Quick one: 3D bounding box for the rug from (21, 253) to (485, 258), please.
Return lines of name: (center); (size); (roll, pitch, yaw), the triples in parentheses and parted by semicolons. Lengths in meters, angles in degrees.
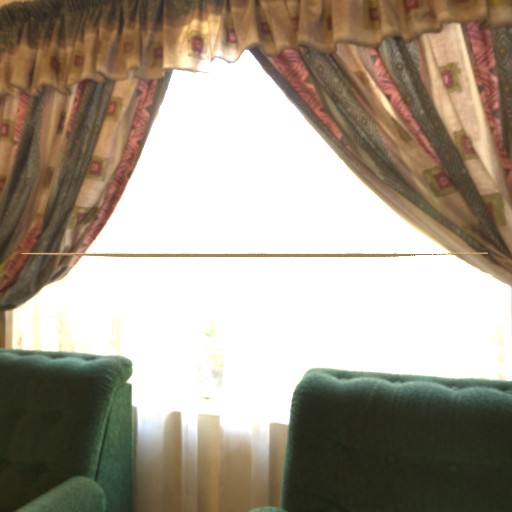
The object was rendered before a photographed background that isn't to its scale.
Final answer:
rug: (0.000, 0.000, 4.133); (3.067, 0.005, 2.454); (0, -1, 2)
